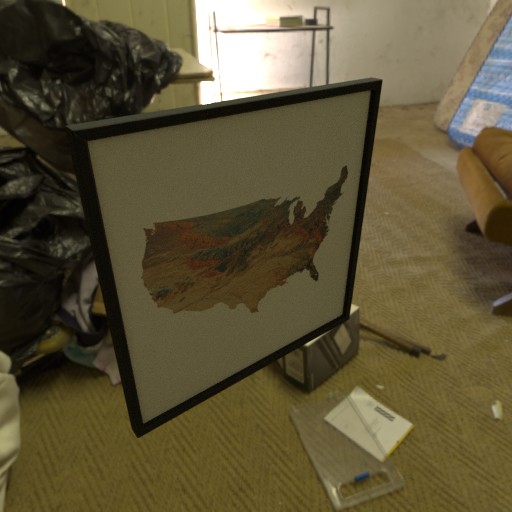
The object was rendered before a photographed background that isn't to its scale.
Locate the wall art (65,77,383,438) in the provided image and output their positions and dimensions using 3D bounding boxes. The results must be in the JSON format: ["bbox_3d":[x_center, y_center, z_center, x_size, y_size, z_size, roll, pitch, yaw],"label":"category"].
[{"bbox_3d":[0.000,0.000,0.442,0.304,0.303,0.015,-21,37,-31],"label":"wall art"}]
